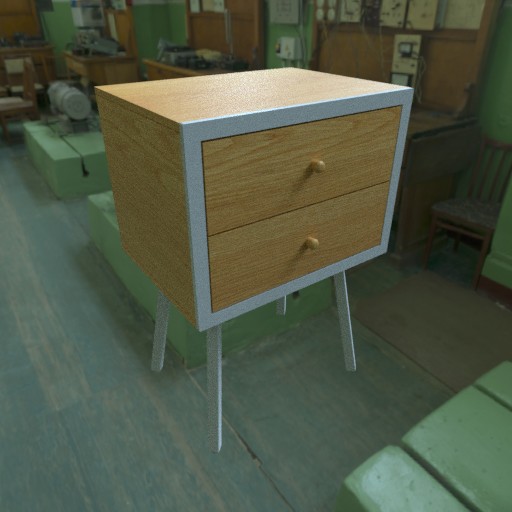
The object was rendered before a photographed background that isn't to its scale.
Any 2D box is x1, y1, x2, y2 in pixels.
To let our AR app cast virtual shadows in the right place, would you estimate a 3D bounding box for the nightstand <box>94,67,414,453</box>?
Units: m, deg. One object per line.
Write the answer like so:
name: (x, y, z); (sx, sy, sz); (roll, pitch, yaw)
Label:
nightstand: (0.000, 0.000, 0.837); (0.400, 0.601, 0.316); (-20, 35, -30)
